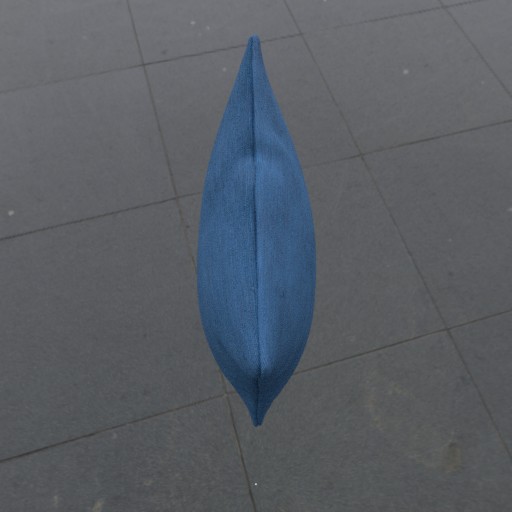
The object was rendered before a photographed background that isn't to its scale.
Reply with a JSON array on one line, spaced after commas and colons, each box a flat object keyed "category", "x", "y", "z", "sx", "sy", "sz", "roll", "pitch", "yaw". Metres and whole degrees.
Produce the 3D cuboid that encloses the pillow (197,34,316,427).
[{"category": "pillow", "x": 0.000, "y": 0.000, "z": 0.658, "sx": 0.177, "sy": 0.420, "sz": 0.437, "roll": -1, "pitch": 63, "yaw": -1}]
